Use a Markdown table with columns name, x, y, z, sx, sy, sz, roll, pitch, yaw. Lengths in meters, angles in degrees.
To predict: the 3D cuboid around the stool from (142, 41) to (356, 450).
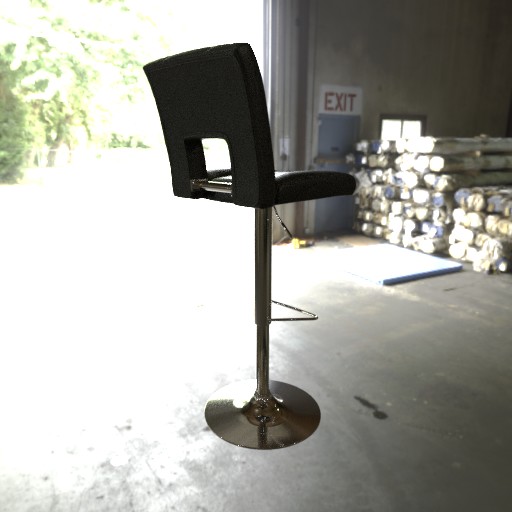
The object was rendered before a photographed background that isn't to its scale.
| name | x | y | z | sx | sy | sz | roll | pitch | yaw |
| --- | --- | --- | --- | --- | --- | --- | --- | --- | --- |
| stool | 0.000 | 0.000 | 1.410 | 0.415 | 1.151 | 0.520 | 14 | 20 | 43 |
